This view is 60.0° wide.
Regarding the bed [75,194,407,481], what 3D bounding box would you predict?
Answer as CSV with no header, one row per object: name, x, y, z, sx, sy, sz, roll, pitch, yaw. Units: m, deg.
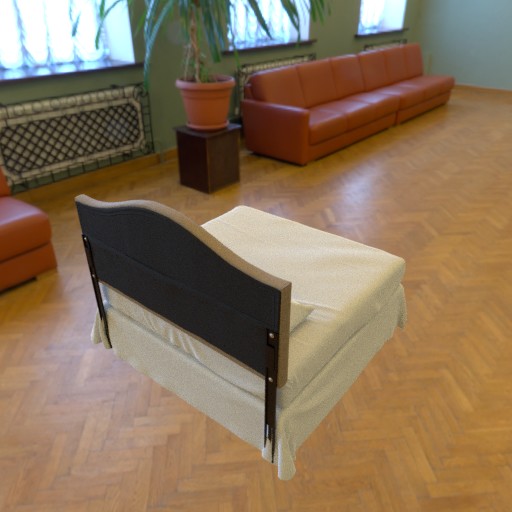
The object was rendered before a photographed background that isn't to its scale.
bed,0.000,0.000,3.877,2.311,1.651,2.222,22,37,33
